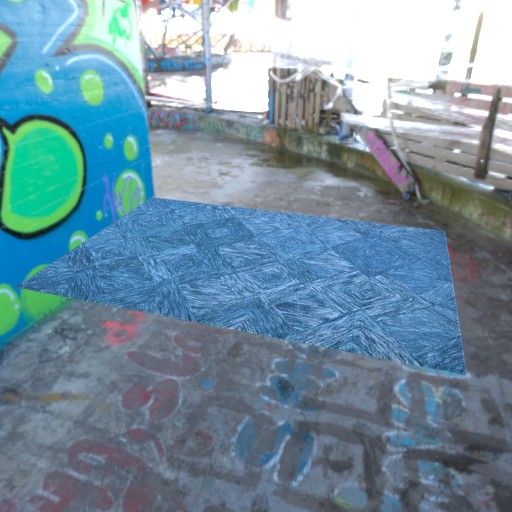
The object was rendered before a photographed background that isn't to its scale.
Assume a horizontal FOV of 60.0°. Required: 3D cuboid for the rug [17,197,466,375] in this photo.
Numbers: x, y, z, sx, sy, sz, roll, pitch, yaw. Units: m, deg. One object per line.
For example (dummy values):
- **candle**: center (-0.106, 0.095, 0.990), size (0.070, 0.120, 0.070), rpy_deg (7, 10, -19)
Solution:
- **rug**: center (0.000, 0.000, 2.747), size (2.277, 0.015, 1.490), rpy_deg (8, 29, 16)
